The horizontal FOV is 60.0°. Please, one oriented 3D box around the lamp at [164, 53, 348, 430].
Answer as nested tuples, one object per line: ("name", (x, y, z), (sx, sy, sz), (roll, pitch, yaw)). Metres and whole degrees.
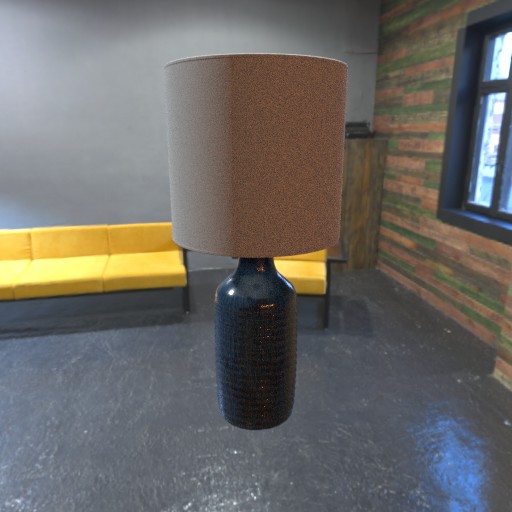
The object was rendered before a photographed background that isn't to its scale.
("lamp", (0.000, 0.000, 0.605), (0.220, 0.475, 0.220), (-2, 16, -9))
